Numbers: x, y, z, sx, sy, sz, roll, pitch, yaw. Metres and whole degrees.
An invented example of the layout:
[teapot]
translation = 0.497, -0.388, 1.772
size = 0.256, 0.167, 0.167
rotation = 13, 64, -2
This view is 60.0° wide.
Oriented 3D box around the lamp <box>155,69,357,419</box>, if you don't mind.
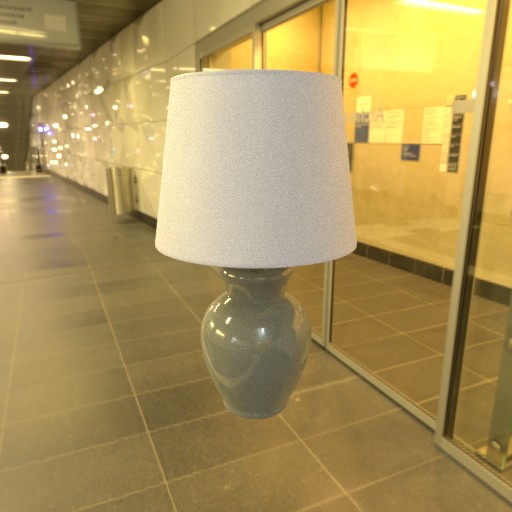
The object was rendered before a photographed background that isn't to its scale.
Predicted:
[lamp]
translation = 0.000, 0.000, 0.543
size = 0.239, 0.399, 0.239
rotation = 0, 15, 0
